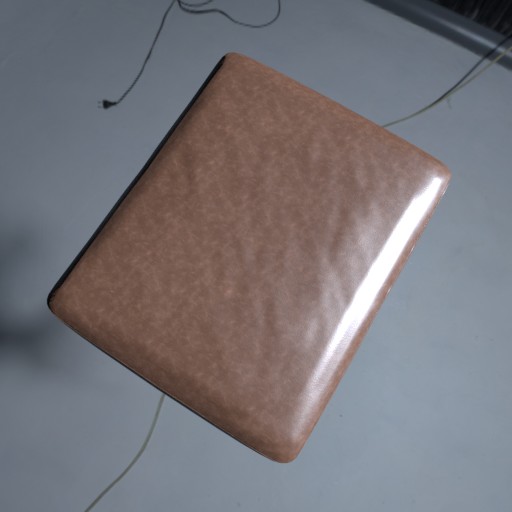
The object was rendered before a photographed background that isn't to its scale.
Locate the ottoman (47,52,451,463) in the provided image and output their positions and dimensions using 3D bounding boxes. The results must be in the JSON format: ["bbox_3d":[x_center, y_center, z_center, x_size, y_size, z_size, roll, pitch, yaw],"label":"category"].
[{"bbox_3d":[0.000,0.000,1.101,0.603,0.476,0.751,31,79,7],"label":"ottoman"}]
